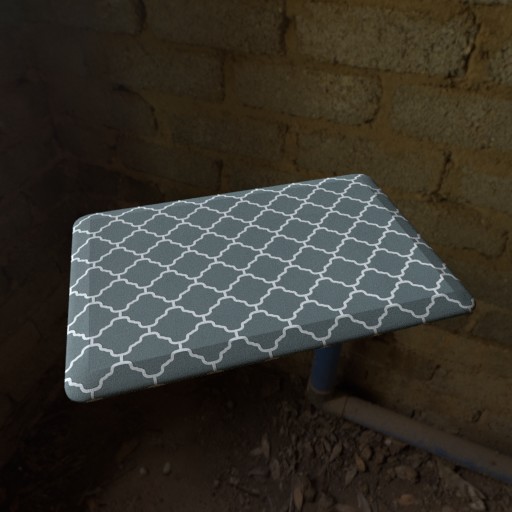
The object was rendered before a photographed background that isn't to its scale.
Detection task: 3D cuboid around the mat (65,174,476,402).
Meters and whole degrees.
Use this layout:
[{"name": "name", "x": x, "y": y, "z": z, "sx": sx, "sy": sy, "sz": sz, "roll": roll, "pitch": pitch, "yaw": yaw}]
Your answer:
[{"name": "mat", "x": 0.000, "y": 0.000, "z": 0.944, "sx": 0.762, "sy": 0.021, "sz": 0.508, "roll": -10, "pitch": 43, "yaw": -11}]
